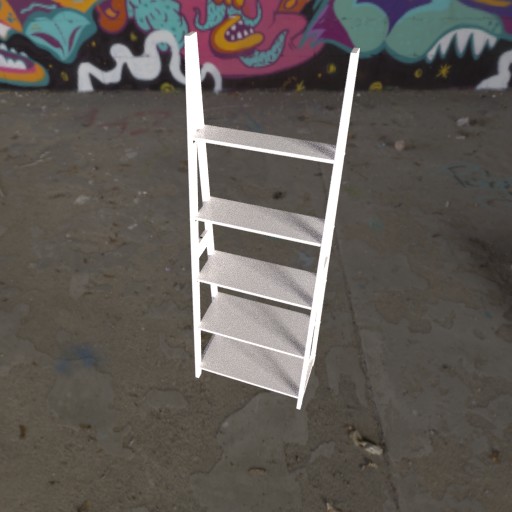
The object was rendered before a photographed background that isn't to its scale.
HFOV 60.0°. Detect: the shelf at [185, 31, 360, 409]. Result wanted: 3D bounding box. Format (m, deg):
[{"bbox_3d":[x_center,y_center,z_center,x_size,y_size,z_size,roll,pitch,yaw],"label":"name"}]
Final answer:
[{"bbox_3d":[0.000,0.000,2.052,0.636,1.779,0.341,13,43,14],"label":"shelf"}]
